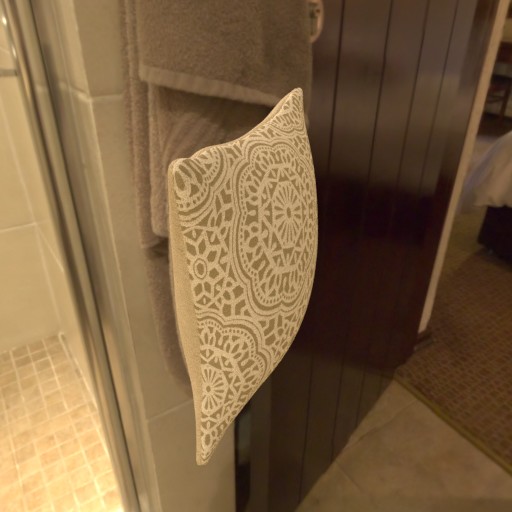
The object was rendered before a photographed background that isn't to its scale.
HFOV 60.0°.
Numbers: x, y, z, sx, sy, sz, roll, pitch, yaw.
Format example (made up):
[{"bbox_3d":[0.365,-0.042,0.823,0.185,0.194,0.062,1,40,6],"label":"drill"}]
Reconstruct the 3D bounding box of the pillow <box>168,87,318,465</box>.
[{"bbox_3d":[0.000,0.000,0.663,0.167,0.421,0.438,10,31,17],"label":"pillow"}]
